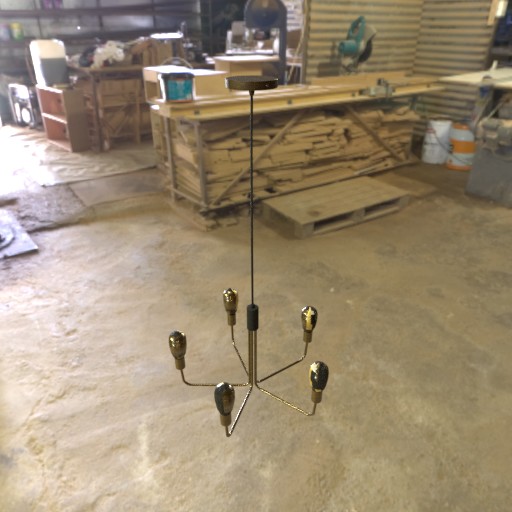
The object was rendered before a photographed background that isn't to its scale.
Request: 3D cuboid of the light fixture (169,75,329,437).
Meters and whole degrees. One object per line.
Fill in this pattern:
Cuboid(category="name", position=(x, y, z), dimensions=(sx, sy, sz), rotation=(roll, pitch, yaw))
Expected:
Cuboid(category="light fixture", position=(0.000, 0.000, 1.407), dimensions=(0.532, 1.059, 0.588), rotation=(-19, 33, -31))
